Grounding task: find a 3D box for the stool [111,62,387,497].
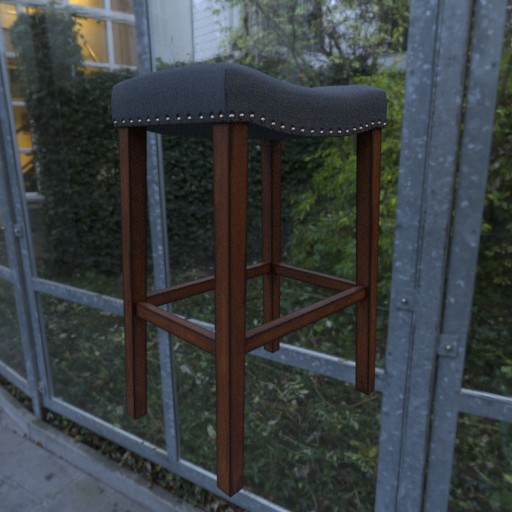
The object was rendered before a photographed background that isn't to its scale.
[{"bbox_3d":[0.000,0.000,1.004,0.366,0.748,0.502,14,20,43],"label":"stool"}]
